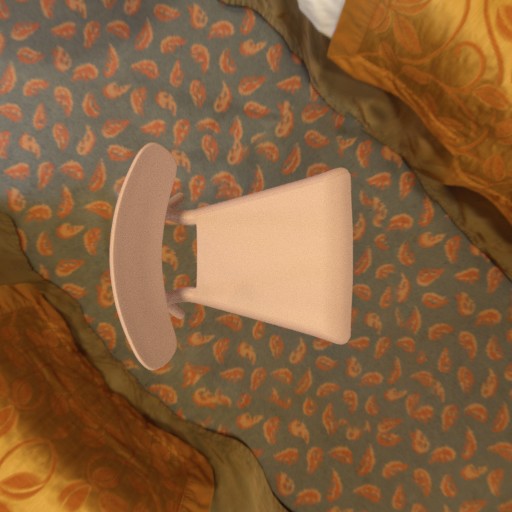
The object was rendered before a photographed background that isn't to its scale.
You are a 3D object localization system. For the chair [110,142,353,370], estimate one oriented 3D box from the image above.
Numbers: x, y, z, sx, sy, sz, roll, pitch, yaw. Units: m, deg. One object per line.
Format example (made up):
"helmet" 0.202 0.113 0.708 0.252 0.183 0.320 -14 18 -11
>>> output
"chair" 0.000 0.000 0.834 0.401 0.580 0.356 0 90 -1
